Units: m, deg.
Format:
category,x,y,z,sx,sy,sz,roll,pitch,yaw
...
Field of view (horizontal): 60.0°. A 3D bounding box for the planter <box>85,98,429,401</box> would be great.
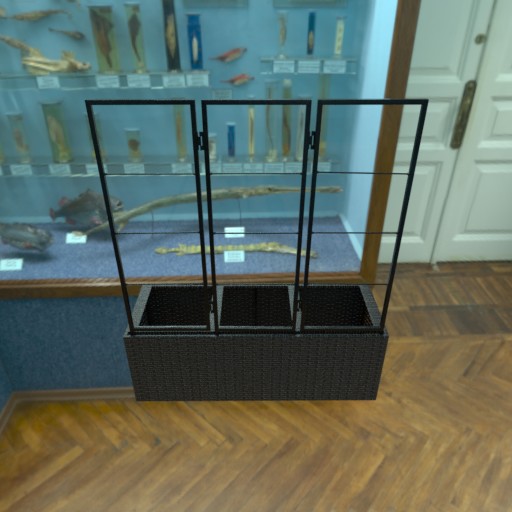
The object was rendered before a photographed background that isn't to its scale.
category,x,y,z,sx,sy,sz,roll,pitch,yaw
planter,0.000,0.000,1.170,0.699,0.841,0.244,0,31,0
